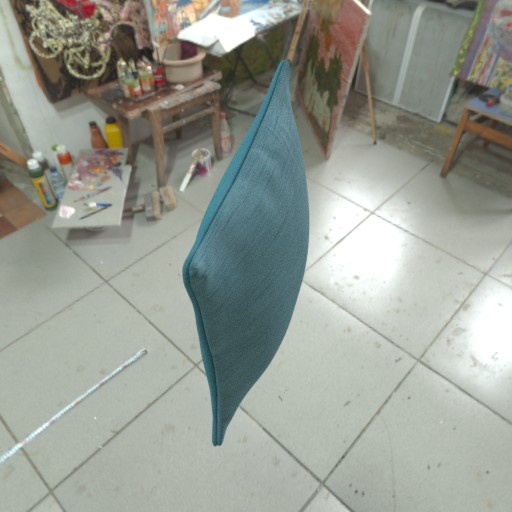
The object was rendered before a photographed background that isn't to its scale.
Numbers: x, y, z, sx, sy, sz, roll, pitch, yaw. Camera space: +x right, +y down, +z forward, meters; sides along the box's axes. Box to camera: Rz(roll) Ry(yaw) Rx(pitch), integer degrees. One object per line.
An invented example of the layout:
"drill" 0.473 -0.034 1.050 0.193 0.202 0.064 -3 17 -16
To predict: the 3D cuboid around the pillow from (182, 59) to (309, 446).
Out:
"pillow" 0.000 0.000 0.665 0.151 0.415 0.433 10 48 9
